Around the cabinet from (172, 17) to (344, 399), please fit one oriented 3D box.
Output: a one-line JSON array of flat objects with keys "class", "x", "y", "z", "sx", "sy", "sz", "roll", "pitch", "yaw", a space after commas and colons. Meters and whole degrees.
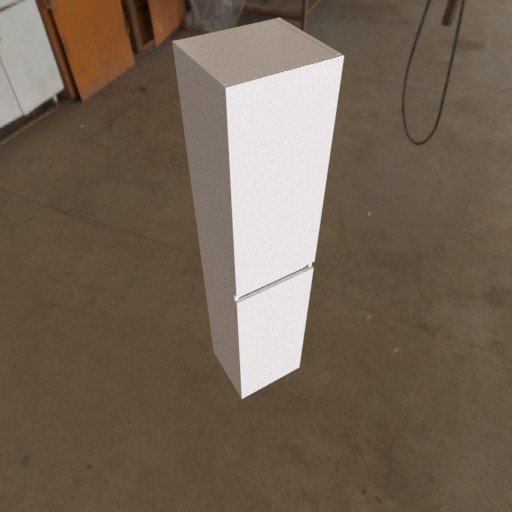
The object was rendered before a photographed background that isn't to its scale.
[{"class": "cabinet", "x": 0.000, "y": 0.000, "z": 1.529, "sx": 0.300, "sy": 1.400, "sz": 0.269, "roll": -23, "pitch": 51, "yaw": -20}]
